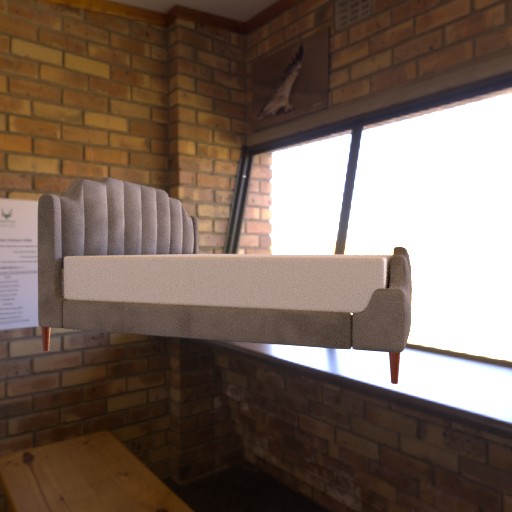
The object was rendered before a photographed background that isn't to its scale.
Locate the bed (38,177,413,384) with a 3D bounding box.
[{"bbox_3d":[0.000,0.000,3.513,2.340,1.245,2.074,0,1,19],"label":"bed"}]
